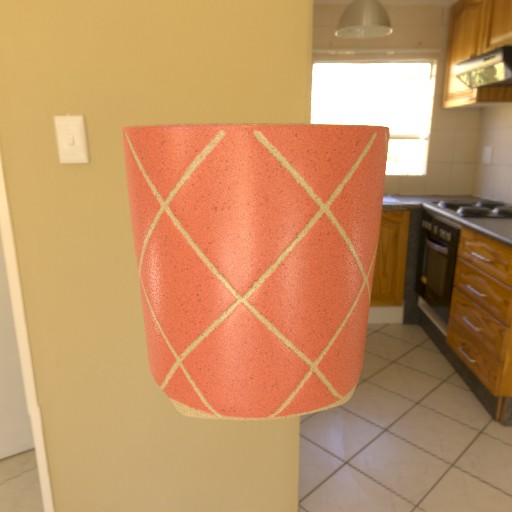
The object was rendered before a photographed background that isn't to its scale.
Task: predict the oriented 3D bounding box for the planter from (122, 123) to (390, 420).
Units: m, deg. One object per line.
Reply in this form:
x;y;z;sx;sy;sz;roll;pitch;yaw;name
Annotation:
0.000;0.000;0.420;0.227;0.235;0.227;0;15;0;planter
